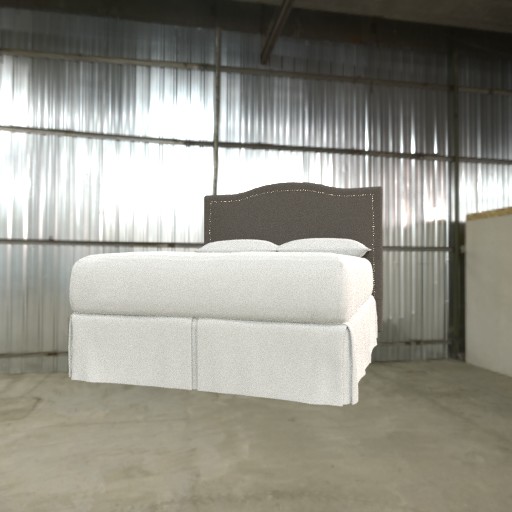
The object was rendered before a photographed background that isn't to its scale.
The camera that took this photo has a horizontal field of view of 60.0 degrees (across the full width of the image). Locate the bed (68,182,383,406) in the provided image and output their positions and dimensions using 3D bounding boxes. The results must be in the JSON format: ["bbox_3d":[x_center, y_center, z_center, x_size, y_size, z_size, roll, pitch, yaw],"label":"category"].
[{"bbox_3d":[0.000,0.000,3.146,1.666,1.387,2.036,0,-1,18],"label":"bed"}]
